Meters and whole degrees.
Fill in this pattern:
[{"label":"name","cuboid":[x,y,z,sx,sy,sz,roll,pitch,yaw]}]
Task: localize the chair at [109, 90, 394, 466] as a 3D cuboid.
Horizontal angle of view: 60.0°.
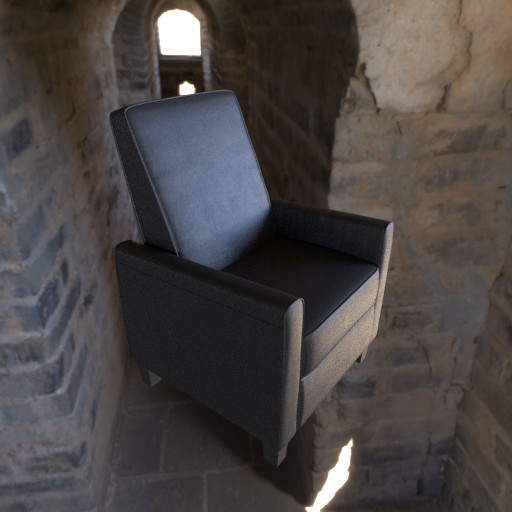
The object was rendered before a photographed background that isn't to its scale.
[{"label":"chair","cuboid":[0.000,0.000,1.545,0.746,1.013,0.705,19,33,32]}]
